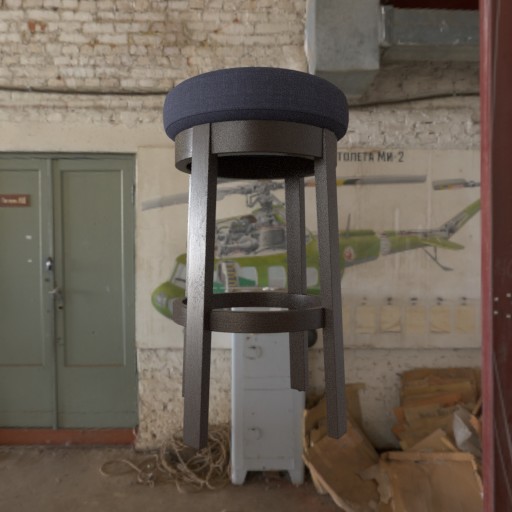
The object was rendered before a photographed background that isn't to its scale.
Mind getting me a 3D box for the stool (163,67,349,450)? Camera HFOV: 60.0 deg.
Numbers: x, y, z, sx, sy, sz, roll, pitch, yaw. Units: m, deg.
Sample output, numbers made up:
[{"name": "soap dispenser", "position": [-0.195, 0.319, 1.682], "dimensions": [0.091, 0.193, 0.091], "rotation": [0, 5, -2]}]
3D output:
[{"name": "stool", "position": [0.000, 0.000, 1.049], "dimensions": [0.446, 0.758, 0.446], "rotation": [0, 1, 0]}]
